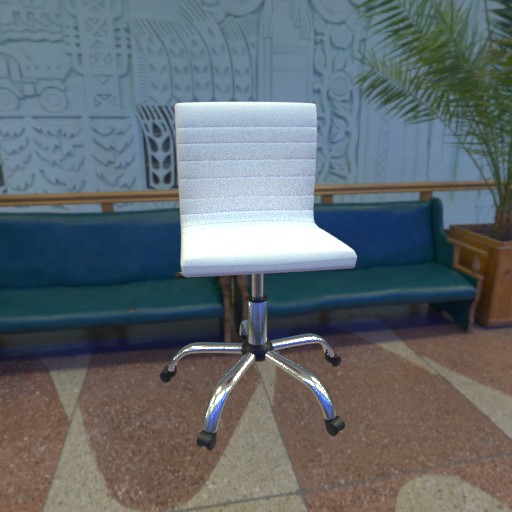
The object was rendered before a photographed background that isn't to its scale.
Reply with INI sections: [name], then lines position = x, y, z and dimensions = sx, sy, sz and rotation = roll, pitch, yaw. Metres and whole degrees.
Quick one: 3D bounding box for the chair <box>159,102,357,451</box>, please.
[chair]
position = 0.000, 0.000, 1.178
dimensions = 0.556, 0.780, 0.530
rotation = -3, 18, -9
